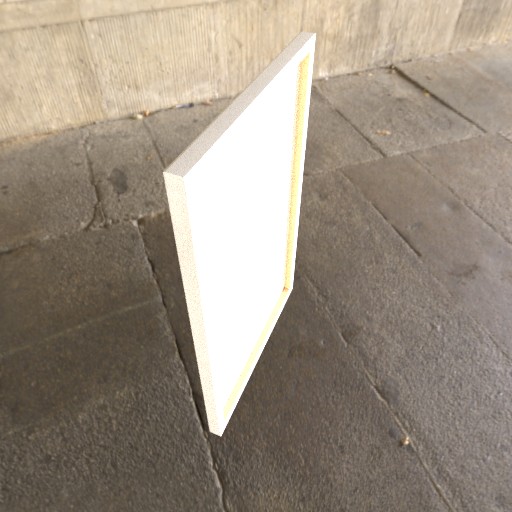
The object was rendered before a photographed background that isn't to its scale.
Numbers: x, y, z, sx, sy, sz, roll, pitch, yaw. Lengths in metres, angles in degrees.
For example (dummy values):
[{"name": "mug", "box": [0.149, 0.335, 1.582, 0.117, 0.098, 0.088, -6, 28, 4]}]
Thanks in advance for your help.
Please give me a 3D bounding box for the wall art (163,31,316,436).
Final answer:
[{"name": "wall art", "box": [0.000, 0.000, 1.158, 0.038, 0.912, 0.607, 17, 48, 16]}]
